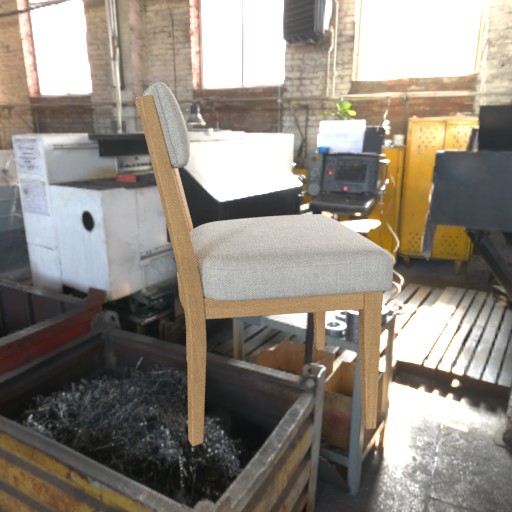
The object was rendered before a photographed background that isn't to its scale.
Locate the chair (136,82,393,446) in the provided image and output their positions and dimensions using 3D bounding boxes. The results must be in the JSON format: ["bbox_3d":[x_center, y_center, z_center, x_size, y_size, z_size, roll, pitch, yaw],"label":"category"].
[{"bbox_3d":[0.000,0.000,1.200,0.572,0.832,0.508,-3,16,-9],"label":"chair"}]
